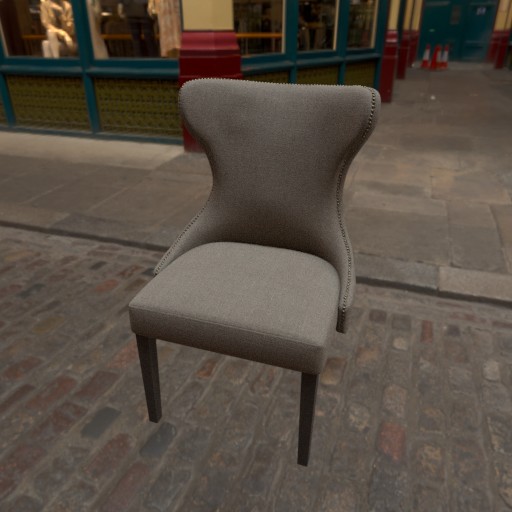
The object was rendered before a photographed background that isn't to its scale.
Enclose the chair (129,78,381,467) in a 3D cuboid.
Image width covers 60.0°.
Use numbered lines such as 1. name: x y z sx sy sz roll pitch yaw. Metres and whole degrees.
1. chair: 0.000 0.000 1.368 0.628 0.967 0.635 9 29 16
